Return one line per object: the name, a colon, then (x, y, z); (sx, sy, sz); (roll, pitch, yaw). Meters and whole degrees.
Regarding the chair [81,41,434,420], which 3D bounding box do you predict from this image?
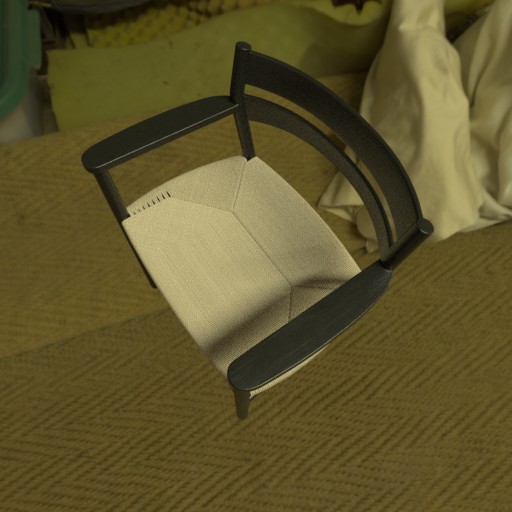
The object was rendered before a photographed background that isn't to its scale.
chair: (0.000, 0.000, 1.148); (0.508, 0.775, 0.630); (-33, 69, -14)
